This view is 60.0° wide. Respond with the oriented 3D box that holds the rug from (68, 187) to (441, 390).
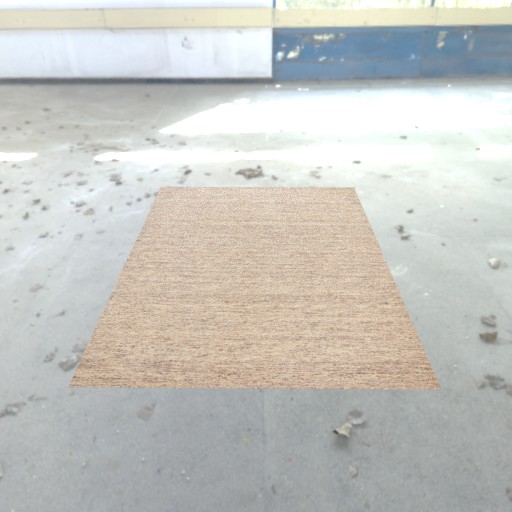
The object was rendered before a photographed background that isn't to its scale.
[{"bbox_3d":[0.000,0.000,4.247,2.448,0.013,3.205,0,33,0],"label":"rug"}]
